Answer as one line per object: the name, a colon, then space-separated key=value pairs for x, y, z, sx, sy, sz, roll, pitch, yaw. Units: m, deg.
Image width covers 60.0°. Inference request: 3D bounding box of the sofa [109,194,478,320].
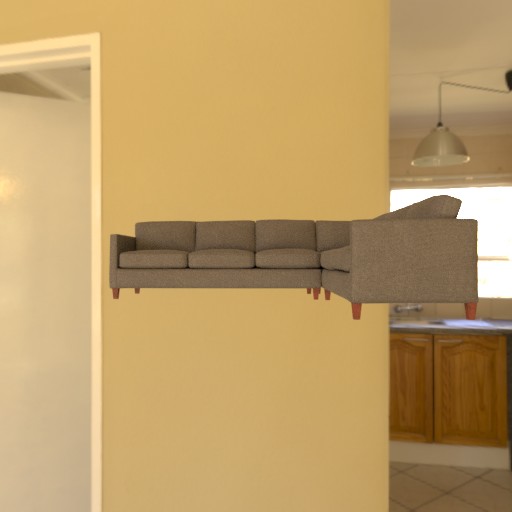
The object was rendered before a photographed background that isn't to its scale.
sofa: x=0.000 y=0.000 z=4.480 sx=3.302 sy=0.947 sz=2.593 roll=0 pitch=0 yaw=1
